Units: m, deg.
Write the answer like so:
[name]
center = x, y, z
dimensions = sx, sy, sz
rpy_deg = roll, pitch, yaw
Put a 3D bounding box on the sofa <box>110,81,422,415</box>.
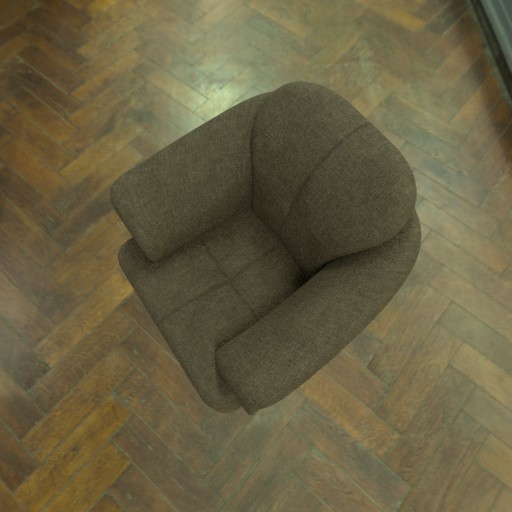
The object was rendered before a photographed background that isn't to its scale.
[sofa]
center = 0.000, 0.000, 1.489
dimensions = 0.794, 0.811, 0.870
rpy_deg = -32, 68, -14
